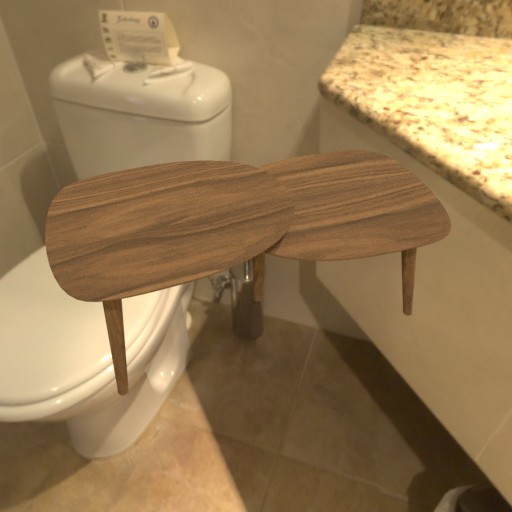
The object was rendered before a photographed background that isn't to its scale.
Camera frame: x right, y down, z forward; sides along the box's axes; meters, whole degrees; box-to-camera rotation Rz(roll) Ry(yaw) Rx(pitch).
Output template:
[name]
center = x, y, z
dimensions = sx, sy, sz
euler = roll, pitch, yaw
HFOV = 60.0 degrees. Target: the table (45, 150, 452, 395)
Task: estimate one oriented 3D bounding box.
[table]
center = 0.000, 0.000, 1.350
dimensions = 1.084, 0.429, 0.527
euler = -12, 43, -13
